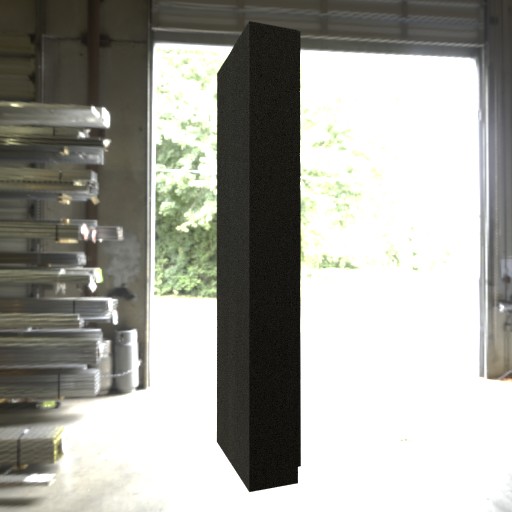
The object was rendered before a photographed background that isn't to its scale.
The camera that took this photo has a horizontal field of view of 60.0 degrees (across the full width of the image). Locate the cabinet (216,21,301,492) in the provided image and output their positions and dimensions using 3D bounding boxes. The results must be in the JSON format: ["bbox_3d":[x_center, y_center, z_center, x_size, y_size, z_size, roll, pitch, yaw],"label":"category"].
[{"bbox_3d":[0.000,0.000,1.957,0.230,1.790,0.500,0,-1,-19],"label":"cabinet"}]
